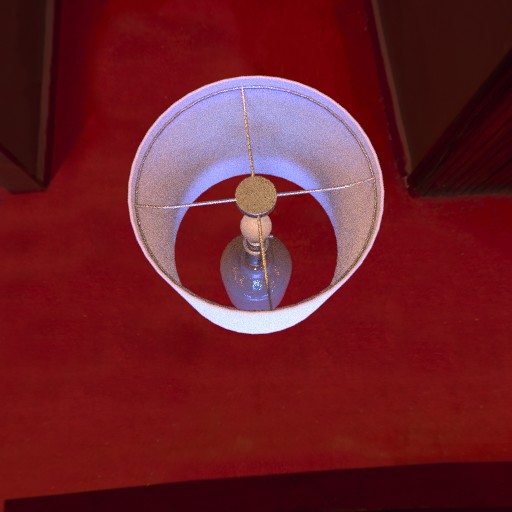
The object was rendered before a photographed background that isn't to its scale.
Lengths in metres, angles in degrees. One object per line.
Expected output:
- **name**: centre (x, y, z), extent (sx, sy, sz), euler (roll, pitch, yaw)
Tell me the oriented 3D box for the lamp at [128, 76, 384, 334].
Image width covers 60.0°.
- **lamp**: centre (0.000, 0.000, 0.581), extent (0.207, 0.461, 0.207), euler (-7, 76, -2)
